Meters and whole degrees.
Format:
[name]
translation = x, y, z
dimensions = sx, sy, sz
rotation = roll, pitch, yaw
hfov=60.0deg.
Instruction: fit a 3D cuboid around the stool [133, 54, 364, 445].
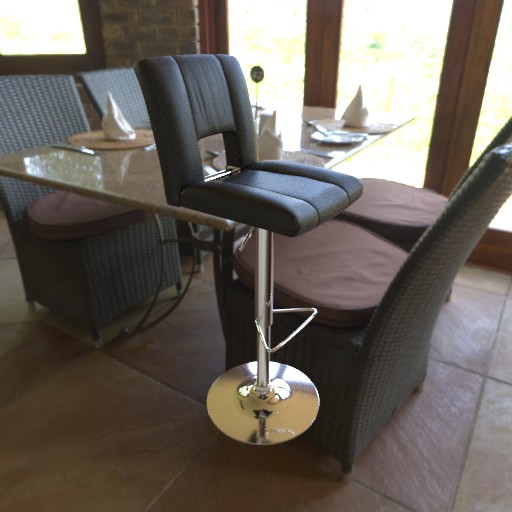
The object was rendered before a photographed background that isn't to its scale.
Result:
[stool]
translation = 0.000, 0.000, 1.397
dimensions = 0.520, 1.151, 0.415
rotation = 18, 31, 32
